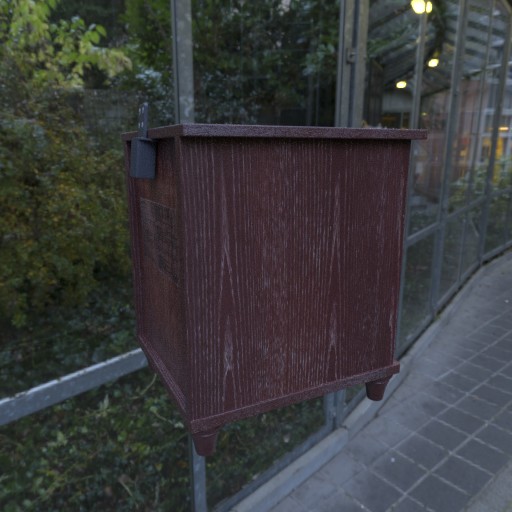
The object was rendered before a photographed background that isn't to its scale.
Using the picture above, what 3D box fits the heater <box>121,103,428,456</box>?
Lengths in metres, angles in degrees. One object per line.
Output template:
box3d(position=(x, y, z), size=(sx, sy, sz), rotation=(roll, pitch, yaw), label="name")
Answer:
box3d(position=(0.000, 0.000, 0.762), size=(0.400, 0.481, 0.362), rotation=(-7, 15, -26), label="heater")
